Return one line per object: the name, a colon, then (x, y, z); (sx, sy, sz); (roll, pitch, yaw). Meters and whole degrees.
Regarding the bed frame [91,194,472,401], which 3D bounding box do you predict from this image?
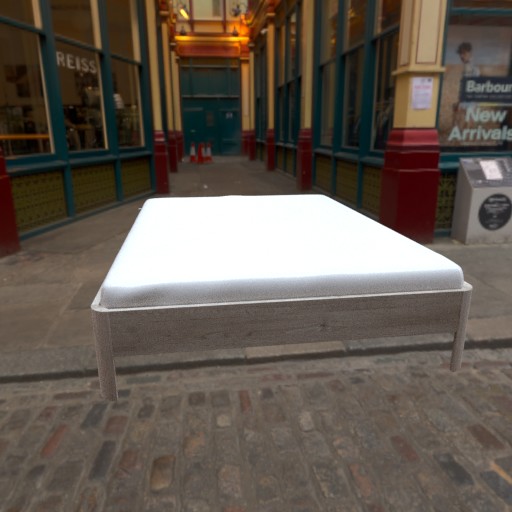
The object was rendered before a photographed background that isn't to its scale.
bed frame: (0.000, 0.000, 2.550); (1.490, 0.462, 1.950); (-2, 17, -8)
